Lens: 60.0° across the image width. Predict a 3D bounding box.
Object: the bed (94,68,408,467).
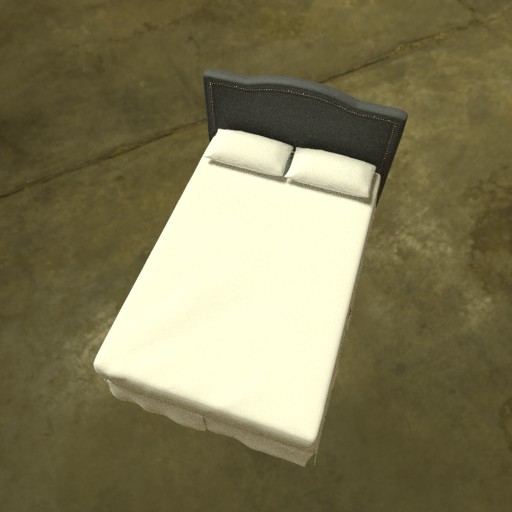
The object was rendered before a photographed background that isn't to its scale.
[{"bbox_3d":[0.000,0.000,3.464,1.747,1.441,2.507,16,60,9],"label":"bed"}]
